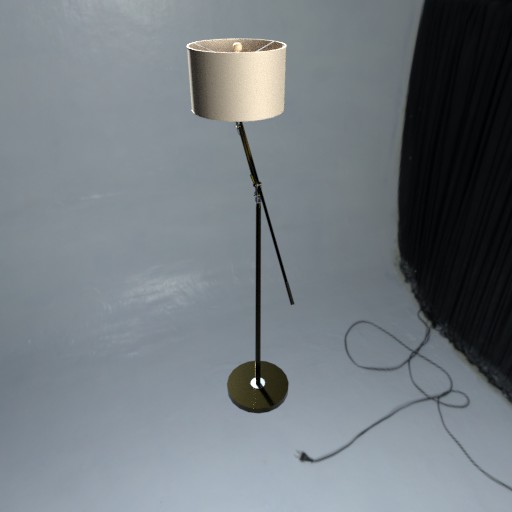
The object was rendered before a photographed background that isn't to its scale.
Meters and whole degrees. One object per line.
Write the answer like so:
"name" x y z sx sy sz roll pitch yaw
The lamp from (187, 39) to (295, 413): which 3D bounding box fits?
"lamp" 0.000 0.000 1.934 0.373 1.635 0.809 -11 34 -16
